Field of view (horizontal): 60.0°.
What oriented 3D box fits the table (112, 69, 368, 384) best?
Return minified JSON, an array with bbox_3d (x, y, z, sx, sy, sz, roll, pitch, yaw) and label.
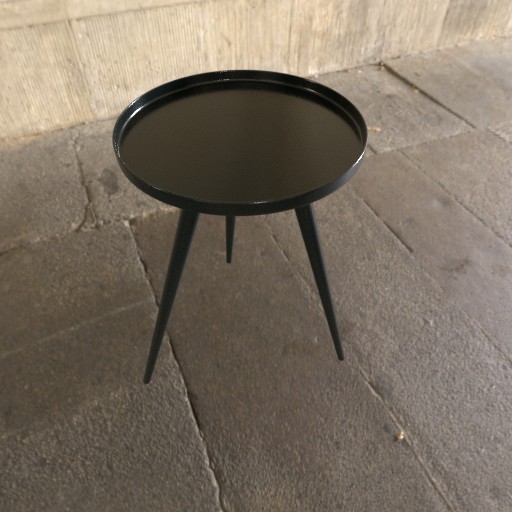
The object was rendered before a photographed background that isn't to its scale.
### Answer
[{"bbox_3d":[0.000,0.000,0.843,0.415,0.548,0.403,16,48,15],"label":"table"}]
